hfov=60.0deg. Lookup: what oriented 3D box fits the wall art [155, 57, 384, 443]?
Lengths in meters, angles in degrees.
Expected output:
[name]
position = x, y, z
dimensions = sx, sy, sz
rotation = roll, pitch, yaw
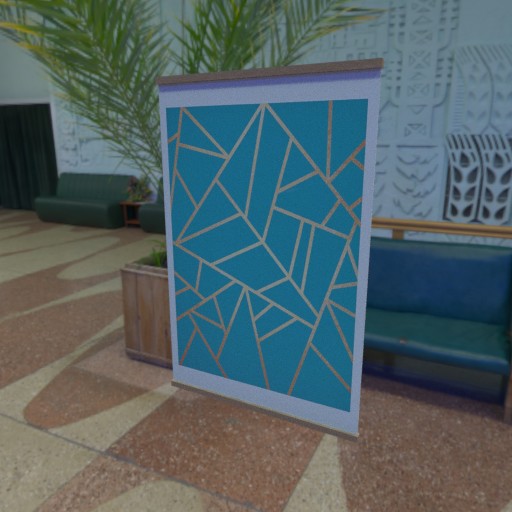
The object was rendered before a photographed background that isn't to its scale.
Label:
[wall art]
position = 0.000, 0.000, 1.935
dimensions = 0.990, 1.519, 0.030
rotation = 7, 16, 27
